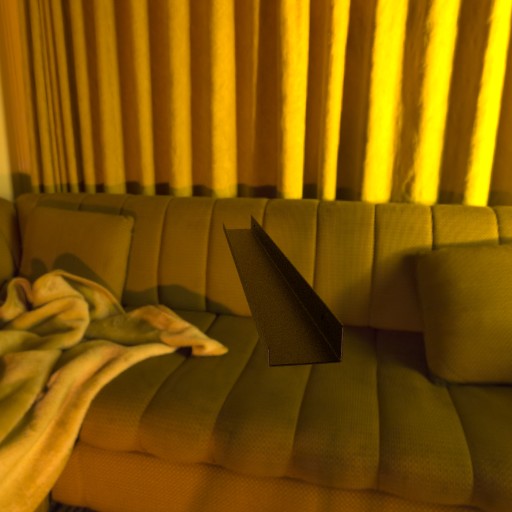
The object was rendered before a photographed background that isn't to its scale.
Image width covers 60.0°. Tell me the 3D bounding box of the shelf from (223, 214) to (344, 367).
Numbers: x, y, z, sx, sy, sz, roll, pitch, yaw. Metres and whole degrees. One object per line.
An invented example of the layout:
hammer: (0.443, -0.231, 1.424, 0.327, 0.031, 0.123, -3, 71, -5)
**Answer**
shelf: (0.000, 0.000, 0.975, 0.092, 0.049, 0.924, -2, 14, -7)
